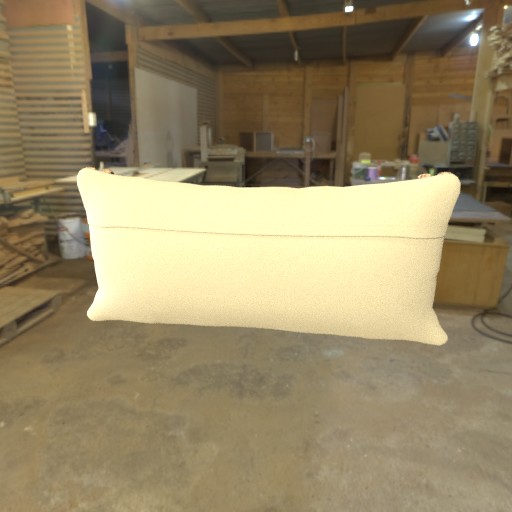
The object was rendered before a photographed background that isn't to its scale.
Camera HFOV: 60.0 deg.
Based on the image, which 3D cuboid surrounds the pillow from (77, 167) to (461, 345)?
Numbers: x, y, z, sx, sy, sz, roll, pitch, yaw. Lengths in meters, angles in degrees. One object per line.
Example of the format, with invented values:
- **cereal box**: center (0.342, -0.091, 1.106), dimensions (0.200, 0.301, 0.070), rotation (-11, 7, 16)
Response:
- **pillow**: center (0.000, 0.000, 0.736), dimensions (0.635, 0.282, 0.139), rotation (3, 16, 9)
